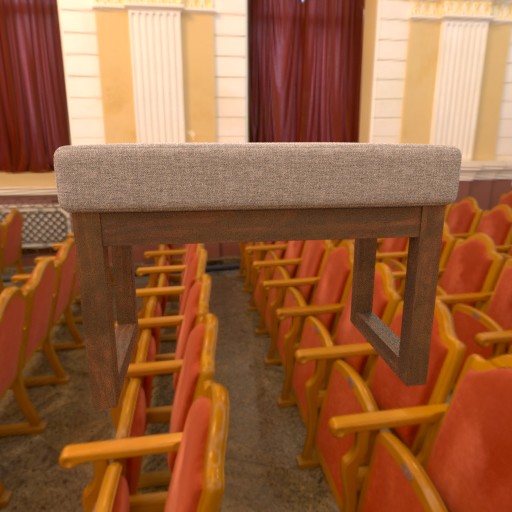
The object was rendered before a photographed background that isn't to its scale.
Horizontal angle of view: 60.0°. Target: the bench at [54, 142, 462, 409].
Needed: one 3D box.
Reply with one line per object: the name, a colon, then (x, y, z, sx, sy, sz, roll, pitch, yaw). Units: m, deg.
bench: (0.000, 0.000, 0.944, 0.681, 0.467, 0.366, -2, 15, -7)
